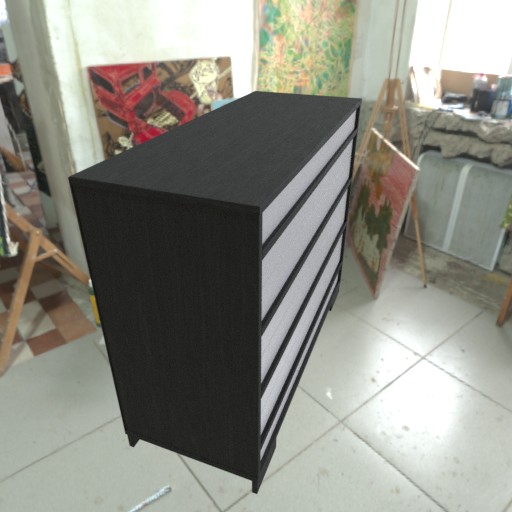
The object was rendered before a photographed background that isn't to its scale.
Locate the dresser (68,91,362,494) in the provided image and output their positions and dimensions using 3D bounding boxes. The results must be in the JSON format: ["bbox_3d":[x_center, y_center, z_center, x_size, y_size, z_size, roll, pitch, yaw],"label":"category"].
[{"bbox_3d":[0.000,0.000,1.411,0.404,0.816,0.994,11,32,18],"label":"dresser"}]
